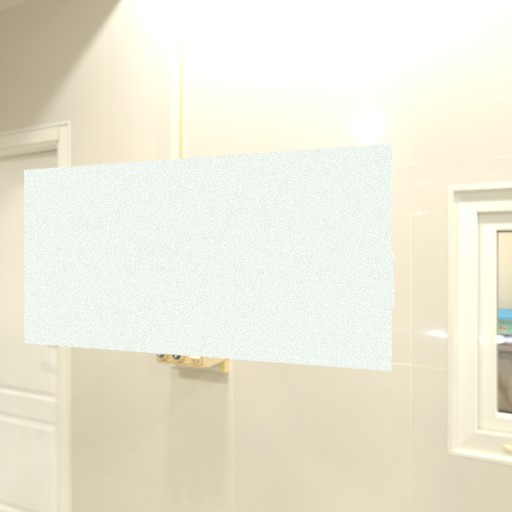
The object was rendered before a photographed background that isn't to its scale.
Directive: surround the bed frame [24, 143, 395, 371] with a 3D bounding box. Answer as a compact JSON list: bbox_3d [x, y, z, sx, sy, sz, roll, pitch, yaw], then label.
[{"bbox_3d":[0.000,0.000,2.733,1.622,0.800,1.960,0,0,18],"label":"bed frame"}]
